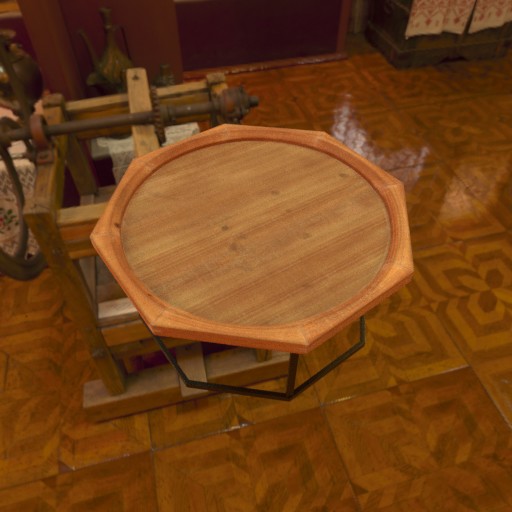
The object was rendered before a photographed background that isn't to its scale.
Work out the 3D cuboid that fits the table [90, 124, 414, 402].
[{"bbox_3d":[0.000,0.000,1.539,1.002,0.444,1.002,0,48,0],"label":"table"}]
